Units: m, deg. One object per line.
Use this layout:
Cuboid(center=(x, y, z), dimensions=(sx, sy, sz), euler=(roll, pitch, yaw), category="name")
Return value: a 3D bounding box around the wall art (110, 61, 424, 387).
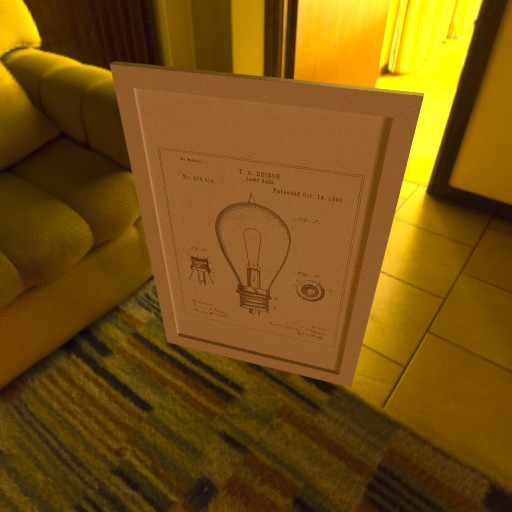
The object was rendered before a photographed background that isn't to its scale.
Cuboid(center=(0.000, 0.000, 0.600), dimensions=(0.325, 0.474, 0.010), euler=(11, 42, 12), category="wall art")
